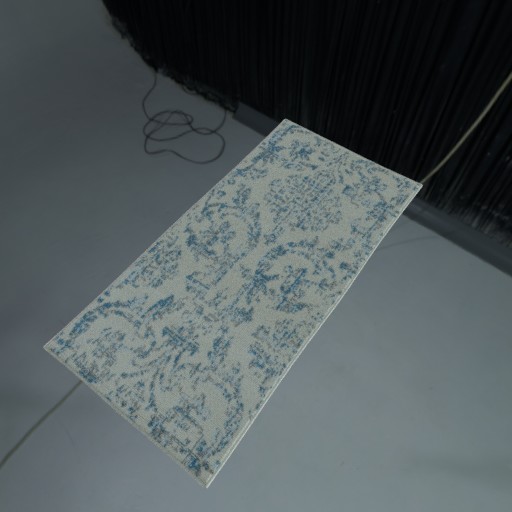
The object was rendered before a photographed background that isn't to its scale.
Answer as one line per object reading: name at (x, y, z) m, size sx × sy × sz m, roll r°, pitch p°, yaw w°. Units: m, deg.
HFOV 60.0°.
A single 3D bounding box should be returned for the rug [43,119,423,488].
rug at (0.000, 0.000, 1.429) m, size 0.605 × 0.007 × 1.220 m, roll 32°, pitch 62°, yaw 19°
